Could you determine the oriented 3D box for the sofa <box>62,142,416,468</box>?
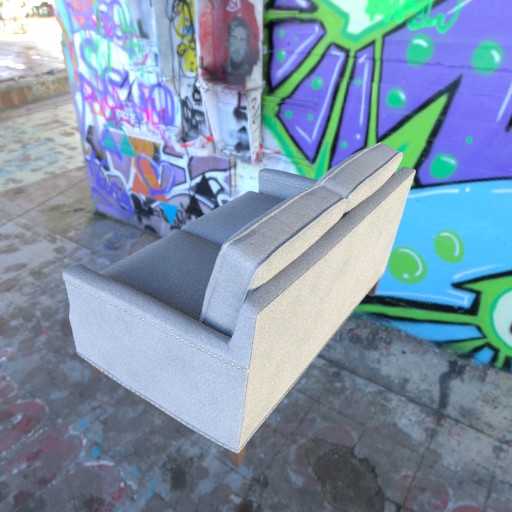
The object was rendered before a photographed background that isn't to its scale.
[{"bbox_3d":[0.000,0.000,2.291,1.084,1.003,1.597,20,37,29],"label":"sofa"}]
